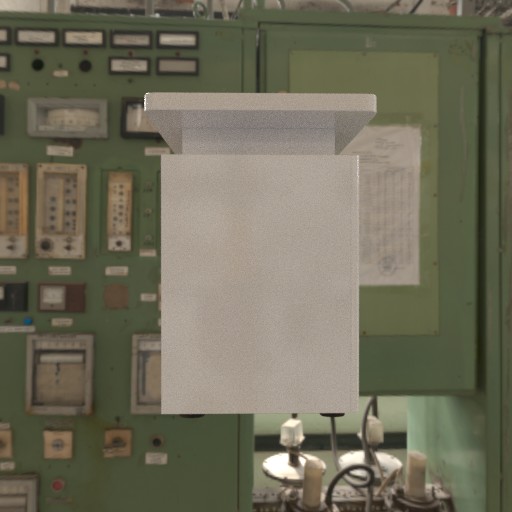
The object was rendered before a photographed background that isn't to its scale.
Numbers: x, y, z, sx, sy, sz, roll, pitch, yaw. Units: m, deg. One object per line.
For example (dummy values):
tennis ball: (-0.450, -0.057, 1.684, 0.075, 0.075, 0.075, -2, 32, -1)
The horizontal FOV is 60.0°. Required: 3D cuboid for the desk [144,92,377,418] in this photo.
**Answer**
desk: (0.000, 0.000, 1.727, 0.550, 0.762, 1.400, 0, 0, -1)
